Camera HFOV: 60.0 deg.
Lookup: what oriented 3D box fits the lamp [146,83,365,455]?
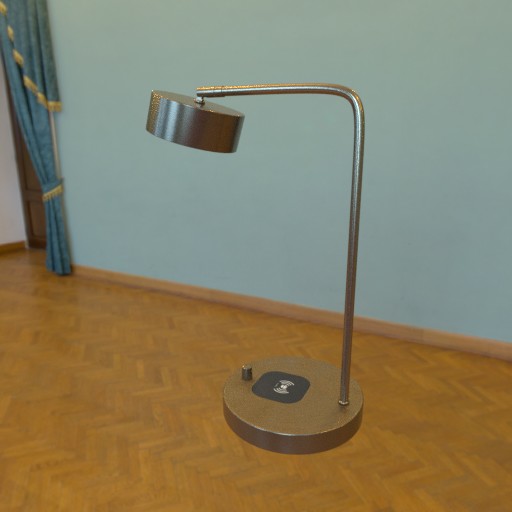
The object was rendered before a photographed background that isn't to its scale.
[{"bbox_3d":[0.000,0.000,0.522,0.270,0.380,0.171,7,17,25],"label":"lamp"}]
